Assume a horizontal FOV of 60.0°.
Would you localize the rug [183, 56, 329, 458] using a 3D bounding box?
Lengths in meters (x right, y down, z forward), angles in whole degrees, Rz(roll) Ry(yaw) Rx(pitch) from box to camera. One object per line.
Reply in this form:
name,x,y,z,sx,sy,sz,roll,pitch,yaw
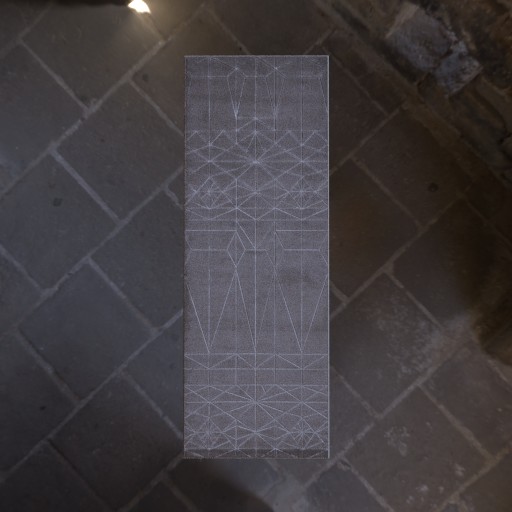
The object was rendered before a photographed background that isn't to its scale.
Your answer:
rug,0.000,0.000,2.632,0.864,0.012,2.388,0,89,0
